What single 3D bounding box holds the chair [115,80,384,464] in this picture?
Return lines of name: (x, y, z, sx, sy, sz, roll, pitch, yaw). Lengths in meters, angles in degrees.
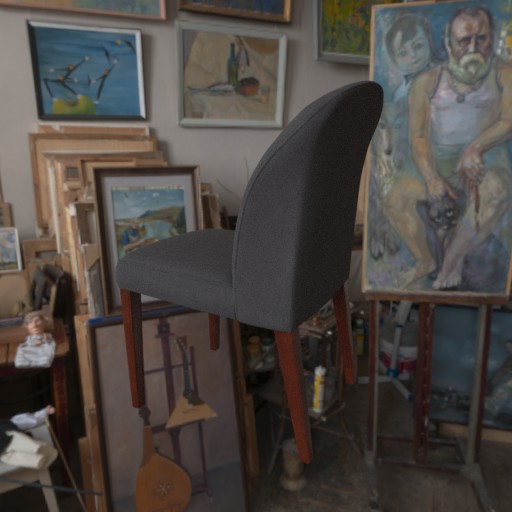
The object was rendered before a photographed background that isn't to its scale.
chair: (0.000, 0.000, 1.242, 0.619, 0.879, 0.506, 7, 16, 26)
